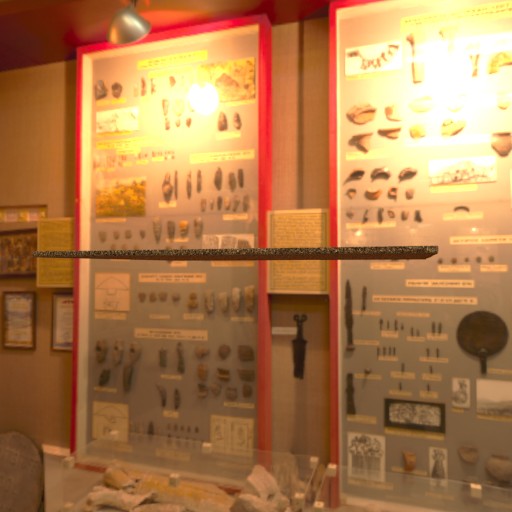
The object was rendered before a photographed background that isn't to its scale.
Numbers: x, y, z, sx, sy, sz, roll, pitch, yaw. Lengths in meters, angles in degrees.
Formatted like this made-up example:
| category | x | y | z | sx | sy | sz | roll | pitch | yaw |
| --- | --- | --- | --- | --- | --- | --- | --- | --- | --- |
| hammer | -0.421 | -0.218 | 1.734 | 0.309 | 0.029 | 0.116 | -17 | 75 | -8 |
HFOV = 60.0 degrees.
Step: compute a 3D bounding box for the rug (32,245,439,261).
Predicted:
| category | x | y | z | sx | sy | sz | roll | pitch | yaw |
| --- | --- | --- | --- | --- | --- | --- | --- | --- | --- |
| rug | 0.000 | 0.000 | 2.180 | 1.601 | 0.025 | 1.198 | 0 | -1 | 19 |
